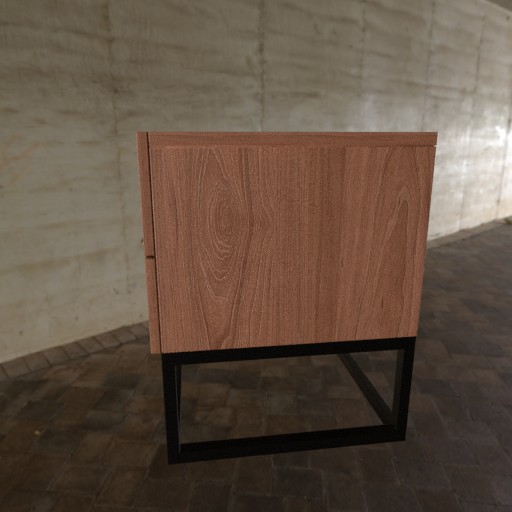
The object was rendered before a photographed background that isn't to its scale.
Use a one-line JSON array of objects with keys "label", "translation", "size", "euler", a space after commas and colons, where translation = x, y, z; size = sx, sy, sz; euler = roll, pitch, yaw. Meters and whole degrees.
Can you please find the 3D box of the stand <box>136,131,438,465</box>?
[{"label": "stand", "translation": [0.000, 0.000, 0.932], "size": [0.420, 0.500, 0.600], "euler": [-2, 16, -8]}]
